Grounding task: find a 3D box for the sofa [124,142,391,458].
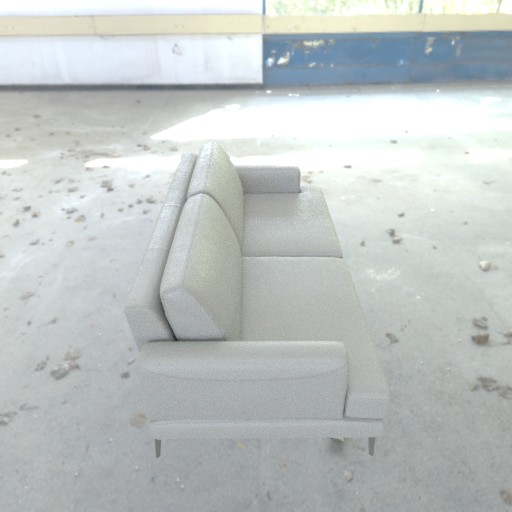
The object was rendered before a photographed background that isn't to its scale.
[{"bbox_3d":[0.000,0.000,2.401,0.974,0.765,1.940,0,32,-1],"label":"sofa"}]
